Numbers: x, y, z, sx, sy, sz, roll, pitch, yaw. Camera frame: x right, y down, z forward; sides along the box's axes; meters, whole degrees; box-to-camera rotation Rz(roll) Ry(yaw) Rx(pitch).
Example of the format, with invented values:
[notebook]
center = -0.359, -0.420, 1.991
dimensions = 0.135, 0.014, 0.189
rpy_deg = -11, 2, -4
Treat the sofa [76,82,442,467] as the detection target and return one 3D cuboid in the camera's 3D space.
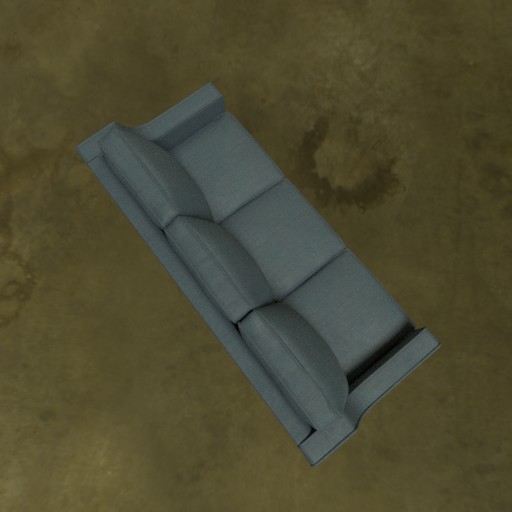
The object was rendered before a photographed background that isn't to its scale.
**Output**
[sofa]
center = 0.000, 0.000, 2.548
dimensions = 0.911, 0.974, 1.986
rpy_deg = -37, 78, -10
